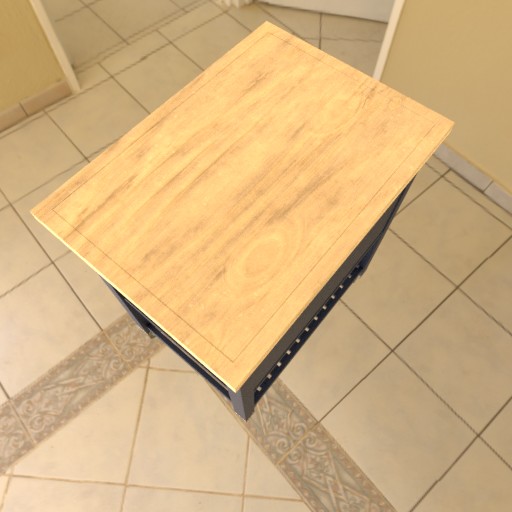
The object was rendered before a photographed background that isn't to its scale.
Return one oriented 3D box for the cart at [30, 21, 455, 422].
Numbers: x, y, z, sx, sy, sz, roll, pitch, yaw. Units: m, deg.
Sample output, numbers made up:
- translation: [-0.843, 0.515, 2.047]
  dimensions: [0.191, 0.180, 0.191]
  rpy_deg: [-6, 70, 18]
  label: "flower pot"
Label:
- translation: [0.000, 0.000, 1.392]
  dimensions: [0.567, 0.920, 0.797]
  rpy_deg: [37, 69, 17]
  label: "cart"
